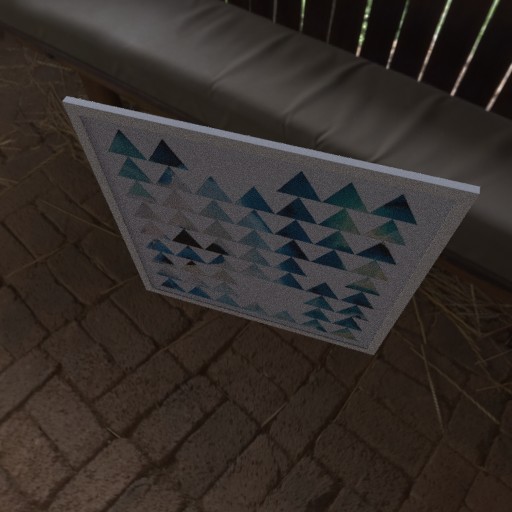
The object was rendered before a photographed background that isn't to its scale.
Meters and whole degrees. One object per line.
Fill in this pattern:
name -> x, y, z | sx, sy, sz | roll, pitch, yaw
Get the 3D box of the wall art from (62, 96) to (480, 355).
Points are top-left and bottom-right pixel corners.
wall art -> 0.000, 0.000, 0.807 | 0.557, 0.557, 0.012 | 15, 59, 9
